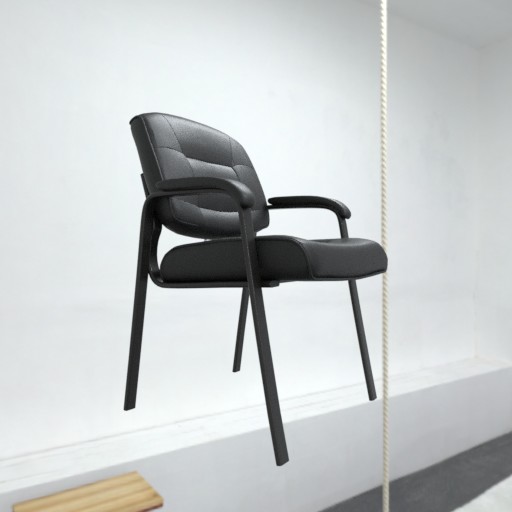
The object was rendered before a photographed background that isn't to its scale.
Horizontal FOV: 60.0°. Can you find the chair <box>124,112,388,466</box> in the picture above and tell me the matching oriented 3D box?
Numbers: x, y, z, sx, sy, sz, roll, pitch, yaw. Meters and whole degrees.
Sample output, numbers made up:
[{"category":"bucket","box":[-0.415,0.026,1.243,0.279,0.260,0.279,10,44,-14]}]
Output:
[{"category":"chair","box":[0.000,0.000,1.339,0.668,0.910,0.591,1,1,37]}]
